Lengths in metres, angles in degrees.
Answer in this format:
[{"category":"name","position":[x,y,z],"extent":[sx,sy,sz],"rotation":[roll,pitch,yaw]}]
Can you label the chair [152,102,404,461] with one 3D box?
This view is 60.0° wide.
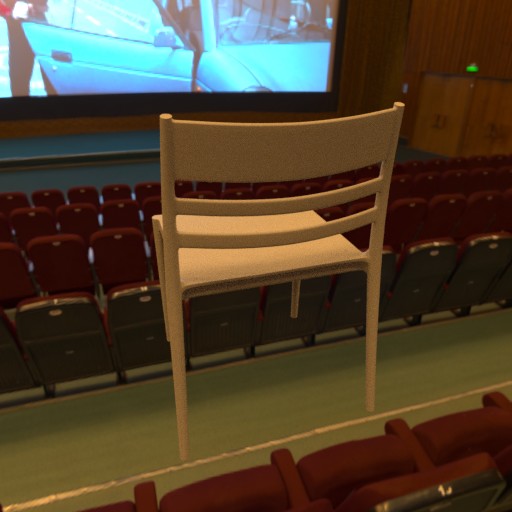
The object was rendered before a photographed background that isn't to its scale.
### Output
[{"category":"chair","position":[0.000,0.000,1.158],"extent":[0.531,0.800,0.511],"rotation":[-8,28,-16]}]
